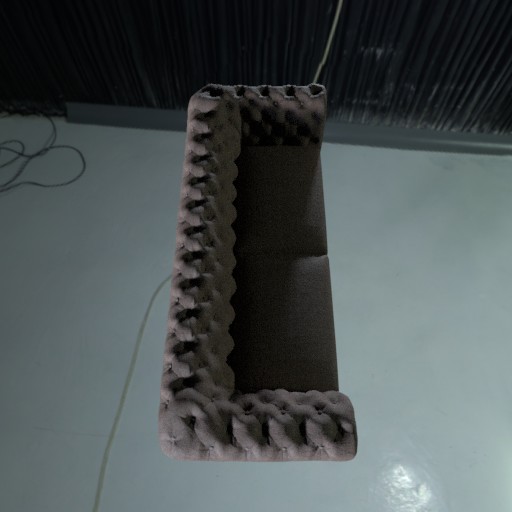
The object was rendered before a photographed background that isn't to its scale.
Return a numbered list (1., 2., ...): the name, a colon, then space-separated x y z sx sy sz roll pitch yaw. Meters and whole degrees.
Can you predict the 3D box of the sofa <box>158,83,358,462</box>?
1. sofa: 0.000 0.000 2.808 0.944 0.787 2.385 0 63 0
